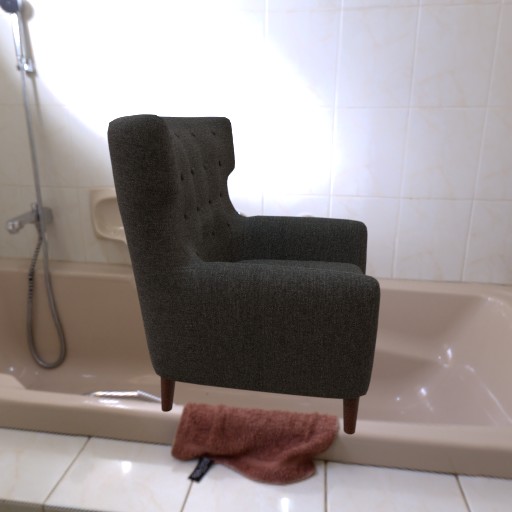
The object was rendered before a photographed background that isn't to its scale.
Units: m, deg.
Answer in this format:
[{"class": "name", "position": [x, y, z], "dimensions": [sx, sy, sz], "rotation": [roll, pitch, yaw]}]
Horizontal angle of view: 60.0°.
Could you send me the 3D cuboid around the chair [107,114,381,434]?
[{"class": "chair", "position": [0.000, 0.000, 1.755], "dimensions": [0.904, 1.063, 0.878], "rotation": [3, 17, 10]}]
